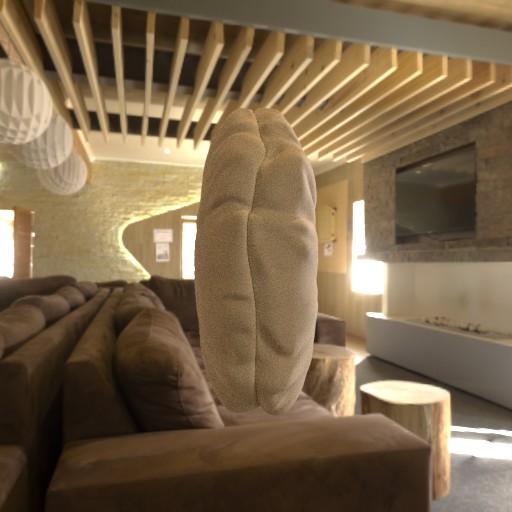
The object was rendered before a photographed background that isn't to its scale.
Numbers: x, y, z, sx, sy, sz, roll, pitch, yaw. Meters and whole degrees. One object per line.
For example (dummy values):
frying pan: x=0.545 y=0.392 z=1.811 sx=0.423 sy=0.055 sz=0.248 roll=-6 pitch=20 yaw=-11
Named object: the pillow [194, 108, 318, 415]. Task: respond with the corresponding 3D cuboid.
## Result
pillow: x=0.000 y=0.000 z=0.643 sx=0.148 sy=0.407 sz=0.428 roll=0 pitch=-1 yaw=0
